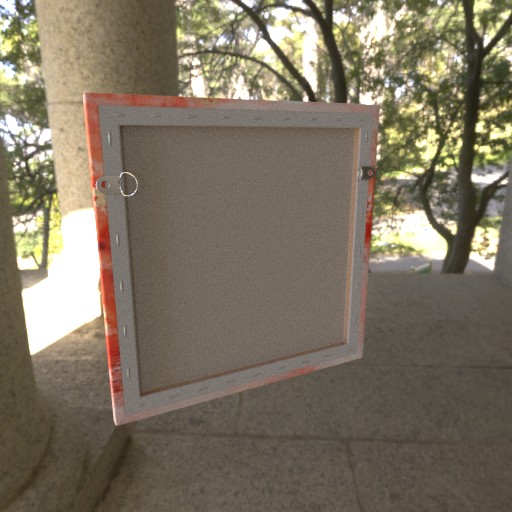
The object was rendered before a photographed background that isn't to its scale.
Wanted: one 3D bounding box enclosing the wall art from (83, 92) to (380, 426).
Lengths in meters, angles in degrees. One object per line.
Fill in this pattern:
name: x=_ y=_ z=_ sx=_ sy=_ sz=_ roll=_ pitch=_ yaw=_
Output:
wall art: x=0.000 y=0.000 z=1.315 sx=0.878 sy=0.878 sz=0.066 roll=-8 pitch=17 yaw=-26
